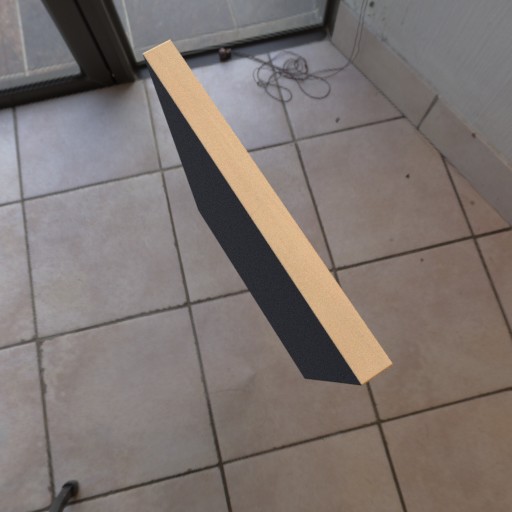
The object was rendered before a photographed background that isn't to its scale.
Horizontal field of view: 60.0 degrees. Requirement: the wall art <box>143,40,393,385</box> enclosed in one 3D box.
[{"bbox_3d":[0.000,0.000,0.714,0.037,0.511,0.435,-31,77,-8],"label":"wall art"}]
